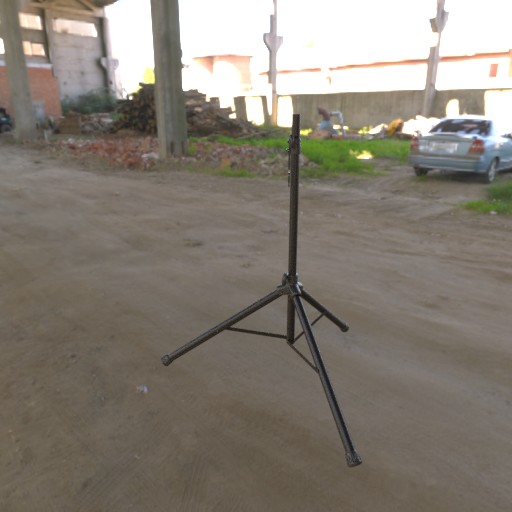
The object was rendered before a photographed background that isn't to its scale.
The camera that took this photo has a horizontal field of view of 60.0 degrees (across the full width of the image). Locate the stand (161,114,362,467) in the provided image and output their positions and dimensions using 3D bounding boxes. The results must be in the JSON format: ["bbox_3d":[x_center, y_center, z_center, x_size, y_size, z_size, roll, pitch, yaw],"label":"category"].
[{"bbox_3d":[0.000,0.000,1.864,0.907,1.136,1.045,3,18,10],"label":"stand"}]
